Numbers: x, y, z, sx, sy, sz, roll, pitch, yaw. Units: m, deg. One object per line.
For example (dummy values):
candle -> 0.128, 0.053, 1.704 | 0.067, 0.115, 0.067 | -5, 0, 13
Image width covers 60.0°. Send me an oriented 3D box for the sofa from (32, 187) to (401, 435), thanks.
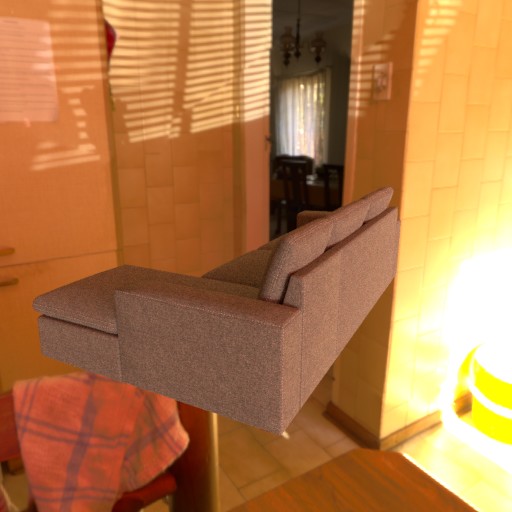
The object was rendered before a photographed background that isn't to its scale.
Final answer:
sofa -> 0.000, 0.000, 3.460 | 1.689, 0.940, 2.718 | 8, 18, 27
